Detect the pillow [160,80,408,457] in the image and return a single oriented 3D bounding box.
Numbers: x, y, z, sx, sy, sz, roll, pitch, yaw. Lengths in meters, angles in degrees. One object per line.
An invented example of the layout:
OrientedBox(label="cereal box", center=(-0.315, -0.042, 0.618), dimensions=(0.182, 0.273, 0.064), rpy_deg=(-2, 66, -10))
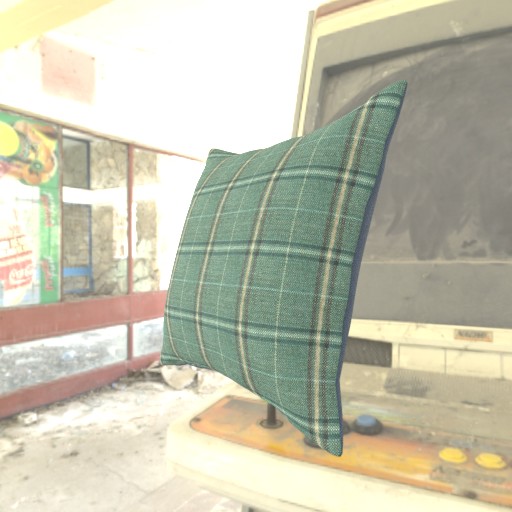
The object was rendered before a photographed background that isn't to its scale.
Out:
OrientedBox(label="pillow", center=(0.000, 0.000, 0.683), dimensions=(0.200, 0.430, 0.453), rpy_deg=(-1, 1, -37))
